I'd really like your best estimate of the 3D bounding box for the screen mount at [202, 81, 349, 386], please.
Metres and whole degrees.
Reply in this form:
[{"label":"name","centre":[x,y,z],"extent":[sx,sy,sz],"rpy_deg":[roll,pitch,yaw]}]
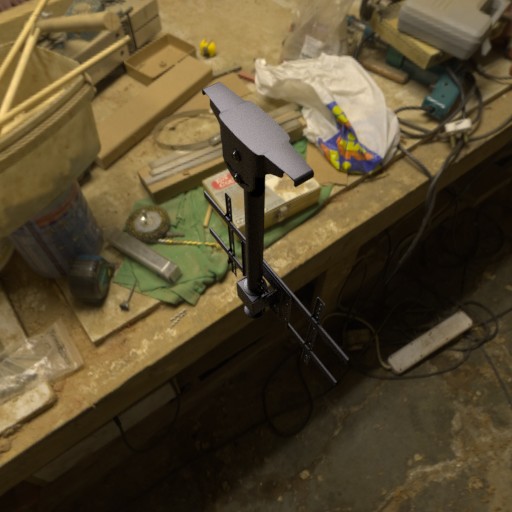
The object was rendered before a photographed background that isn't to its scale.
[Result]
[{"label":"screen mount","centre":[0.000,0.000,1.027],"extent":[0.090,0.775,0.595],"rpy_deg":[-31,63,-18]}]
